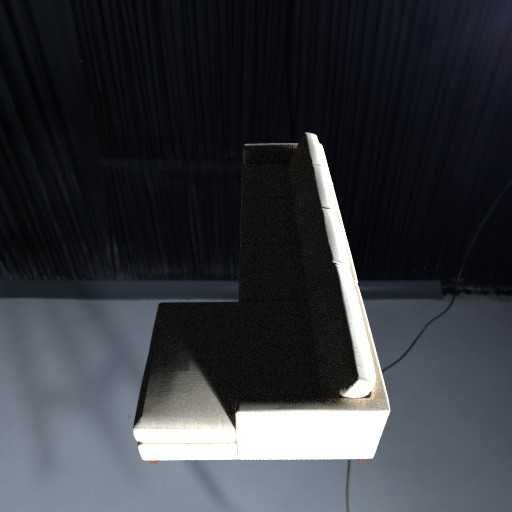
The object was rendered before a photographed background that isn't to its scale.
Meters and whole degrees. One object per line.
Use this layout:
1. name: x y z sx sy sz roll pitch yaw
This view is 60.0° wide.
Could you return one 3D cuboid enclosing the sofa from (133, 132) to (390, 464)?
1. sofa: 0.000 0.000 4.089 1.603 0.954 3.471 0 41 0
